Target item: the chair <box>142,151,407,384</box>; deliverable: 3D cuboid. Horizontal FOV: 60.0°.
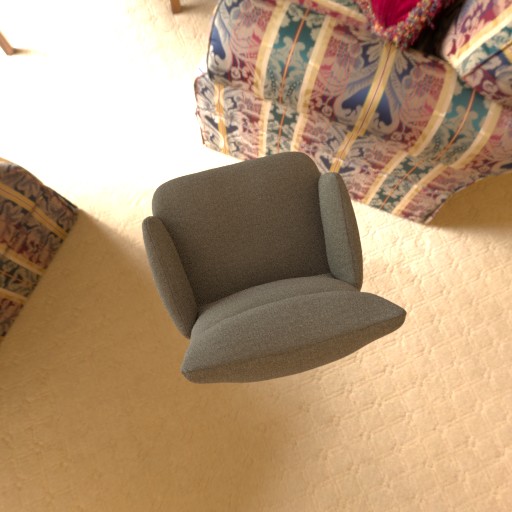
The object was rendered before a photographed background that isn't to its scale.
[{"bbox_3d":[0.000,0.000,1.550,0.702,0.984,0.831,-14,75,-4],"label":"chair"}]
